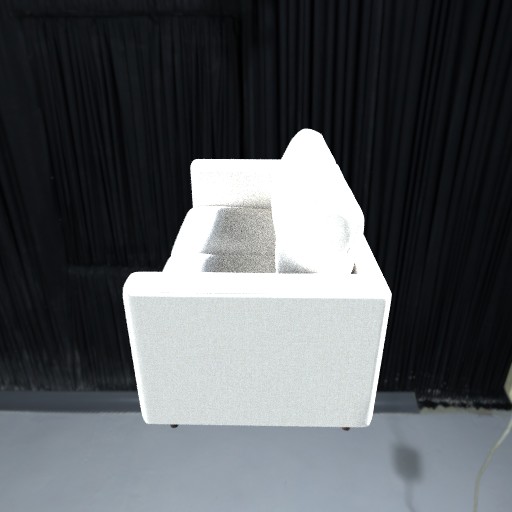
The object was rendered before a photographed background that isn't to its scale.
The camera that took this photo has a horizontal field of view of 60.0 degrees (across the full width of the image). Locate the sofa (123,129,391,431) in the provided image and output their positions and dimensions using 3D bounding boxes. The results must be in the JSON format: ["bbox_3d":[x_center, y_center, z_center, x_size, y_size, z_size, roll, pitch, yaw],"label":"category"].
[{"bbox_3d":[0.000,0.000,1.981,0.796,0.908,1.430,1,27,1],"label":"sofa"}]
